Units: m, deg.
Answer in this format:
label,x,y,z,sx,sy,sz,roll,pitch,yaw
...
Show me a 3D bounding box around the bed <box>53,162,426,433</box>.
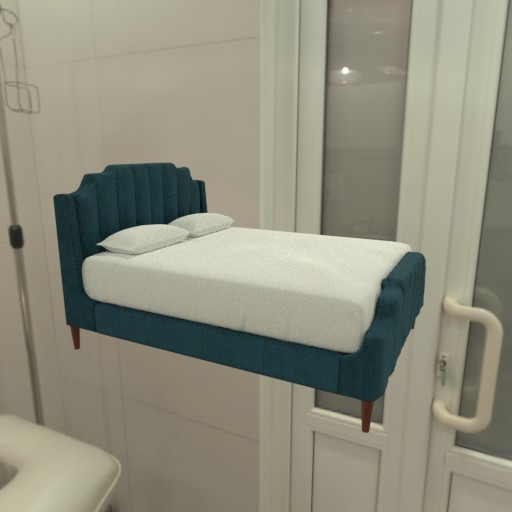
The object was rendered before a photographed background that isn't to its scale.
label,x,y,z,sx,sy,sz,roll,pitch,yaw
bed,0.000,0.000,3.377,2.322,1.351,1.676,7,15,27
